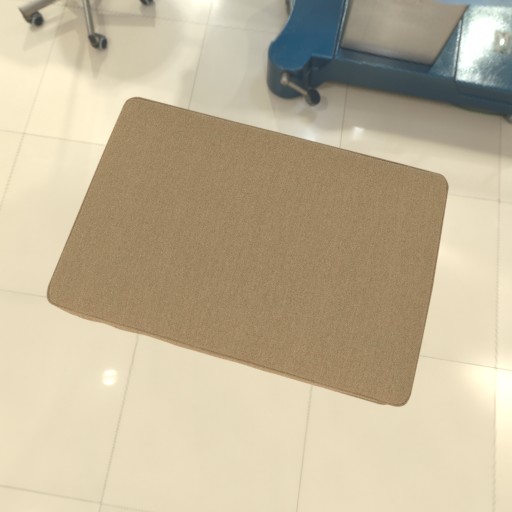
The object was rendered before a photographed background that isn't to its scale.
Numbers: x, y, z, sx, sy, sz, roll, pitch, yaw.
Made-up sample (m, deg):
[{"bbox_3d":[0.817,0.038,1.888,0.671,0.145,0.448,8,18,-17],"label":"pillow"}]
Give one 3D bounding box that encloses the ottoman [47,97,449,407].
[{"bbox_3d":[0.000,0.000,1.330,0.945,0.521,0.636,15,76,4],"label":"ottoman"}]
